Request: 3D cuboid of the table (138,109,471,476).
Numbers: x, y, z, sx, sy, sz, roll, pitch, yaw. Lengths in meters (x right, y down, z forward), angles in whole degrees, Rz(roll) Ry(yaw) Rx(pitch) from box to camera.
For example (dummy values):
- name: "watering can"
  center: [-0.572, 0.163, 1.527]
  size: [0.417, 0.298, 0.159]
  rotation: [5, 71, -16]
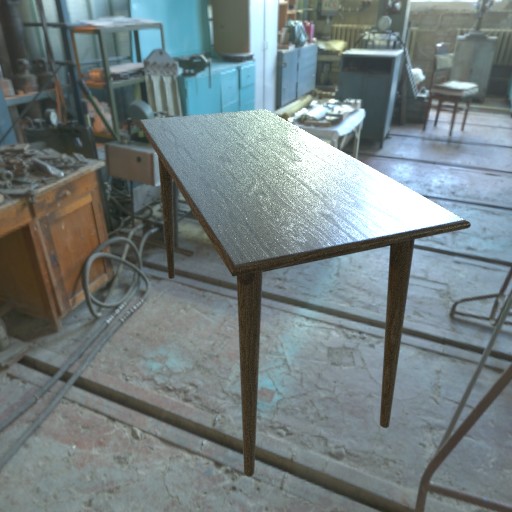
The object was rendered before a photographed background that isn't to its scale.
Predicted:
- name: "table"
  center: [0.000, 0.000, 1.680]
  size: [0.599, 0.780, 1.300]
  rotation: [-11, 32, -18]
